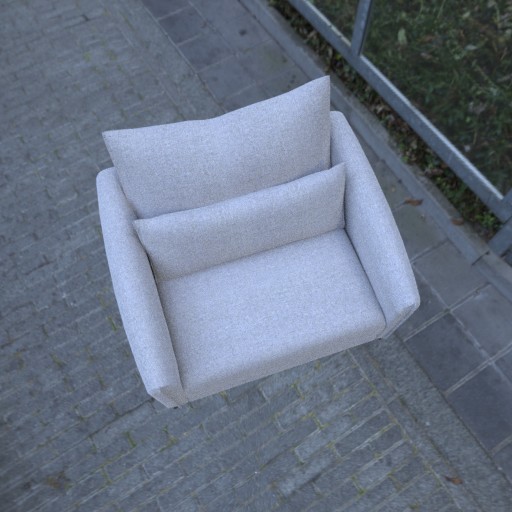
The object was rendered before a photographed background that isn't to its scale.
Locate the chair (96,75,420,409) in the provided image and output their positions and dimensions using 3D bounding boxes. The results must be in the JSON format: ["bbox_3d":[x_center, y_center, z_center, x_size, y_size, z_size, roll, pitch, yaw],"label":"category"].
[{"bbox_3d":[0.000,0.000,1.655,1.029,0.856,0.801,-17,65,-8],"label":"chair"}]
